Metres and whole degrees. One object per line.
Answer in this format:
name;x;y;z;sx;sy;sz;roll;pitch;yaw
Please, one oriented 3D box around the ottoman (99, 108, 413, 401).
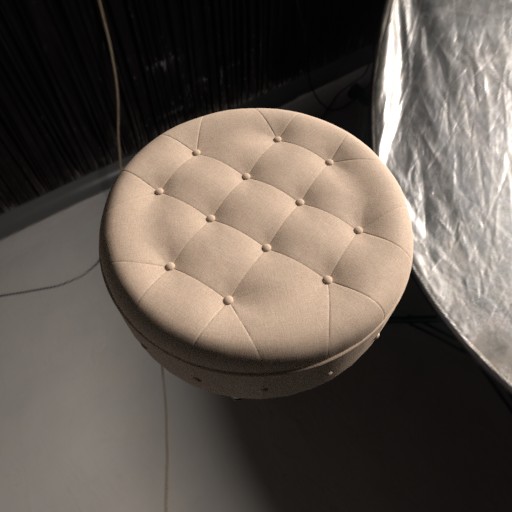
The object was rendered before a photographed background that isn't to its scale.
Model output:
ottoman;0.000;0.000;1.358;0.848;0.494;0.848;0;58;0
